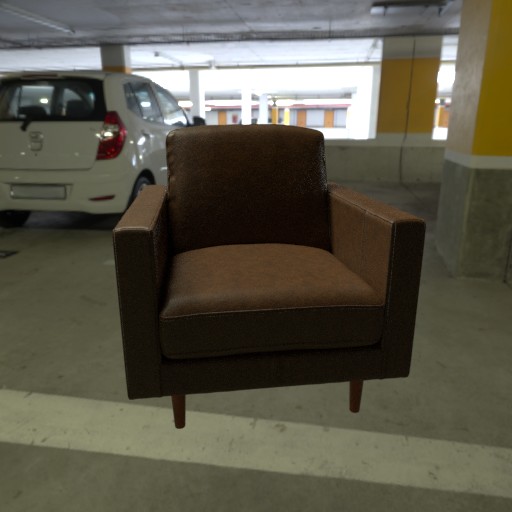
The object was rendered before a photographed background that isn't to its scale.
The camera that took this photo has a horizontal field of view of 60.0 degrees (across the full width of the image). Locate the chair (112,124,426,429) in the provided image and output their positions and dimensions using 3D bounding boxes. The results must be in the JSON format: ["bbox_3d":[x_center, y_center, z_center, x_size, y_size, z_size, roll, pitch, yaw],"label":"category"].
[{"bbox_3d":[0.000,0.000,1.675,0.890,0.956,0.909,-2,17,-8],"label":"chair"}]
